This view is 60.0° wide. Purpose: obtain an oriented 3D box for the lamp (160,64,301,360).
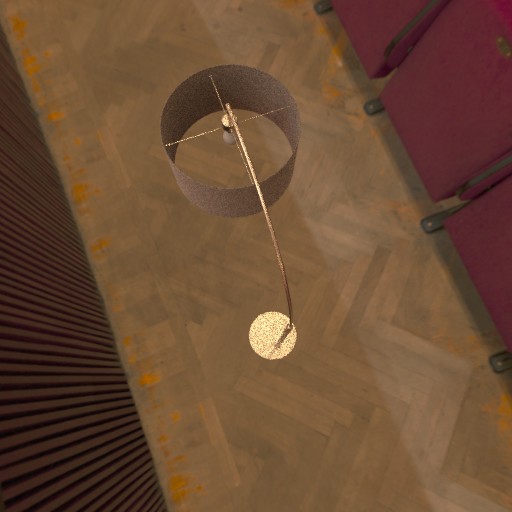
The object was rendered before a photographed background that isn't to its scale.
[{"bbox_3d":[0.000,0.000,2.106,0.452,1.735,0.934,-19,75,-5],"label":"lamp"}]
